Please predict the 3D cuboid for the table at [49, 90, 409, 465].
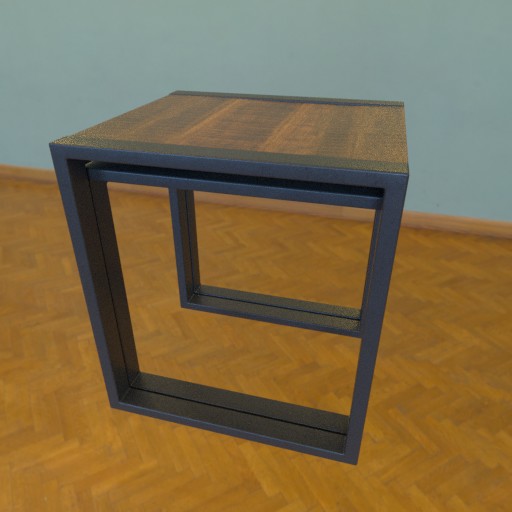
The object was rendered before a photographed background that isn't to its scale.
[{"bbox_3d":[0.000,0.000,0.905,0.500,0.550,0.449,8,31,13],"label":"table"}]
